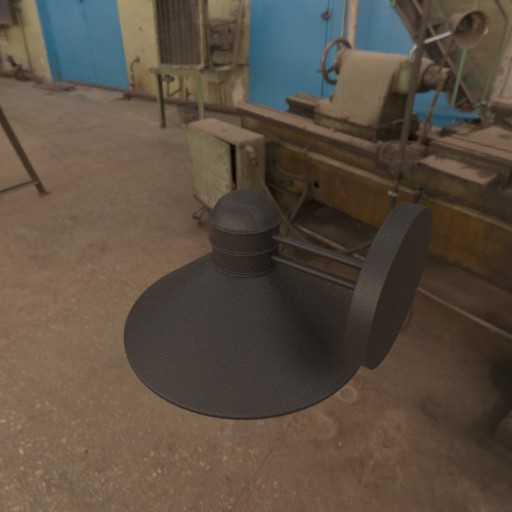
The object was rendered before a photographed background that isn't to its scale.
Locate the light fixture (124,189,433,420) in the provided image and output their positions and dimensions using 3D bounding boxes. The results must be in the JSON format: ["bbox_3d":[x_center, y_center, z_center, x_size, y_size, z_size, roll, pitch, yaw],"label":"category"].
[{"bbox_3d":[0.000,0.000,0.659,0.434,0.265,0.396,20,37,29],"label":"light fixture"}]
